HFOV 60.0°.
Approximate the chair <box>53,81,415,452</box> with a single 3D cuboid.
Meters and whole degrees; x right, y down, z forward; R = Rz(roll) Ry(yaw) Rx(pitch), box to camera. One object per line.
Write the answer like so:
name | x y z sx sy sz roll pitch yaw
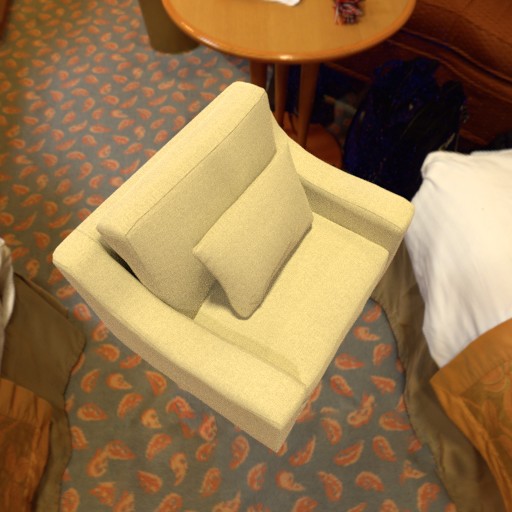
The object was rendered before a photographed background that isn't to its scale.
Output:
chair | 0.000 0.000 1.956 1.009 1.016 1.178 30 63 17
